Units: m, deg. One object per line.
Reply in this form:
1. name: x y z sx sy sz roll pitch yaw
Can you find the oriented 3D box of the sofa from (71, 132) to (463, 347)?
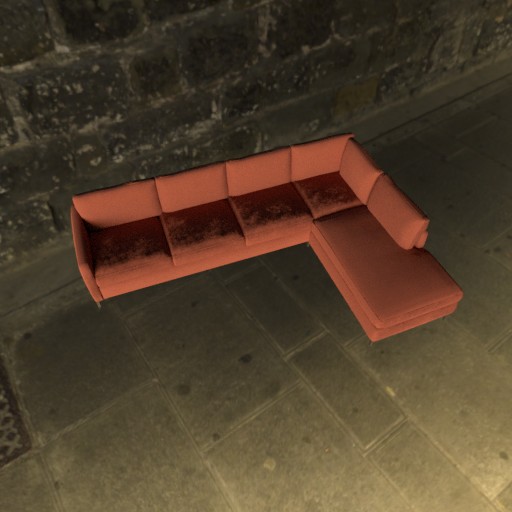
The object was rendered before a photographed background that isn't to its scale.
1. sofa: 0.000 0.000 3.642 2.736 0.757 1.879 -16 51 -13
